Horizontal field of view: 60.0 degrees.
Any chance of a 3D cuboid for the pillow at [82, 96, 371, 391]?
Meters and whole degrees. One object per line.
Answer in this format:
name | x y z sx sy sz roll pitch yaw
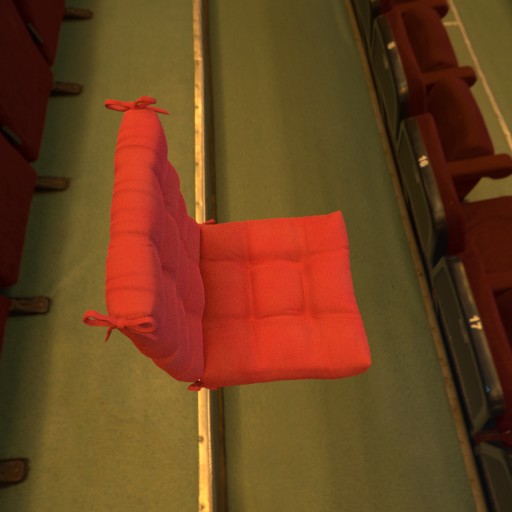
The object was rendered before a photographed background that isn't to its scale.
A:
pillow | 0.000 0.000 1.036 0.571 0.605 0.519 -4 63 -2
